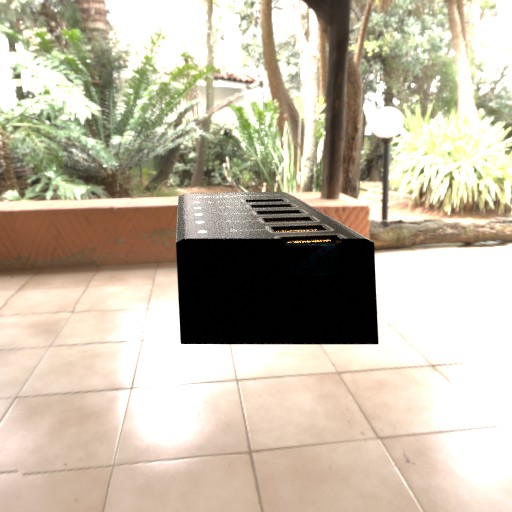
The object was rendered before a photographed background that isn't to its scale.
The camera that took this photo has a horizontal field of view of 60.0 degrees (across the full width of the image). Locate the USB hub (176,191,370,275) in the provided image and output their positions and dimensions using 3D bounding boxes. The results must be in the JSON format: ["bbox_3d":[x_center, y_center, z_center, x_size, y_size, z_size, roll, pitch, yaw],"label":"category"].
[{"bbox_3d":[0.000,0.000,0.128,0.044,0.023,0.110,-2,16,-9],"label":"USB hub"}]
